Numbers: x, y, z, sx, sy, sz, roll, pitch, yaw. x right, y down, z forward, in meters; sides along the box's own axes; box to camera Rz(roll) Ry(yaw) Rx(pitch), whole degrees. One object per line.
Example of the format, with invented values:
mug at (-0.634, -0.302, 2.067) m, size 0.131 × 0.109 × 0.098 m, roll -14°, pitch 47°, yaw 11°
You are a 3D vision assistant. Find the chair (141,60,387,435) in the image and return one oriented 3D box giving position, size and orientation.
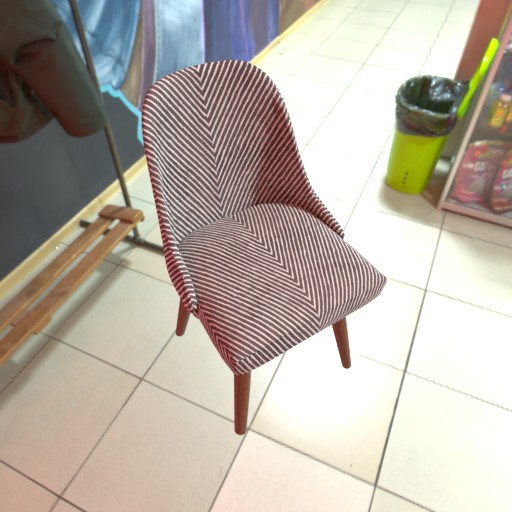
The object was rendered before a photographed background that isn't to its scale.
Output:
chair at (0.000, 0.000, 1.269) m, size 0.504 × 0.883 × 0.591 m, roll -24°, pitch 51°, yaw -22°
